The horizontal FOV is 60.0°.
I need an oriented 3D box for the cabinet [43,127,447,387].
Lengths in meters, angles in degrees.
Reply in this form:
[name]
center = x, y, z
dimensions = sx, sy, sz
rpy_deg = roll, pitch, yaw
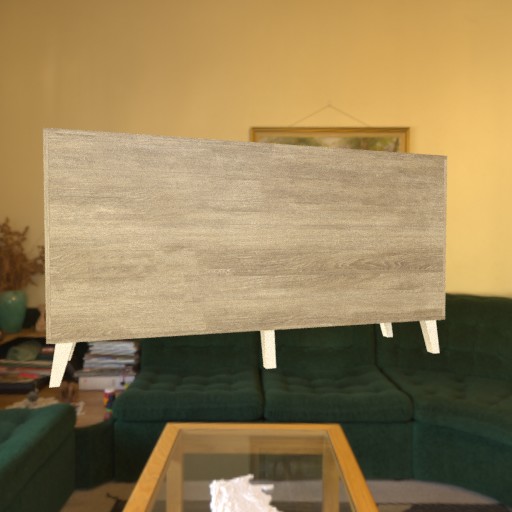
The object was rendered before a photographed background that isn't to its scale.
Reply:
[cabinet]
center = 0.000, 0.000, 1.918
dimensions = 1.600, 0.870, 0.450
rpy_deg = -1, 2, -17
